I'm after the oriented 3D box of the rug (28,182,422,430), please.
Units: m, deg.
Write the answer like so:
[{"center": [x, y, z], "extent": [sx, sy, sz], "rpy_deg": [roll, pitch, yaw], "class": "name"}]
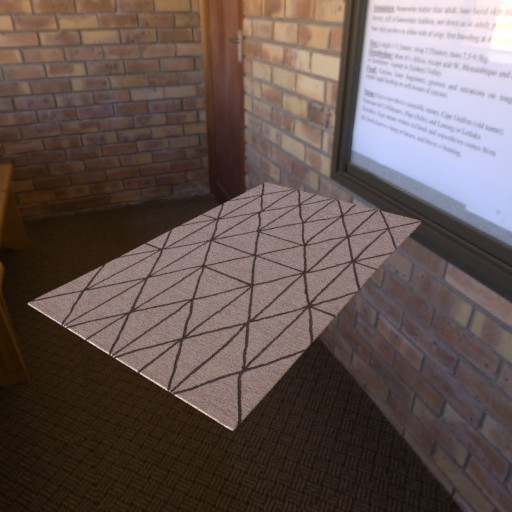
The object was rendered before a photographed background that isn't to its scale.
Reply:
[{"center": [0.000, 0.000, 3.077], "extent": [1.526, 0.008, 2.465], "rpy_deg": [20, 35, 30], "class": "rug"}]
